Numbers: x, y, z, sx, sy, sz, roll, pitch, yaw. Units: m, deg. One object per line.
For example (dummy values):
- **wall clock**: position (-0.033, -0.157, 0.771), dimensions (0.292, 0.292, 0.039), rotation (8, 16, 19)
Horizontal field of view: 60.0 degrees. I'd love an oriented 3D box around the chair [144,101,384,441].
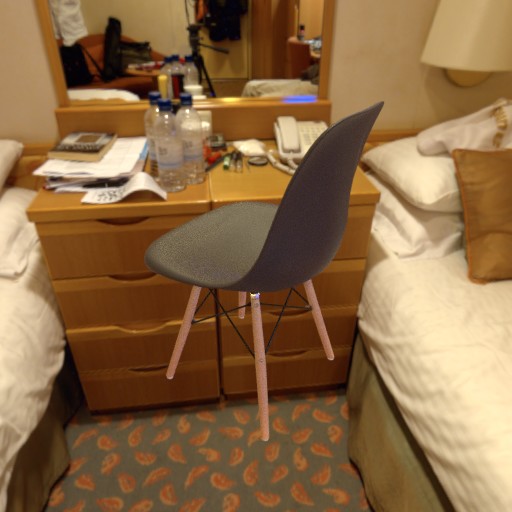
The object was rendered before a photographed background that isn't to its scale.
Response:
- **chair**: position (0.000, 0.000, 1.164), dimensions (0.533, 0.825, 0.470), rotation (21, 37, 30)
